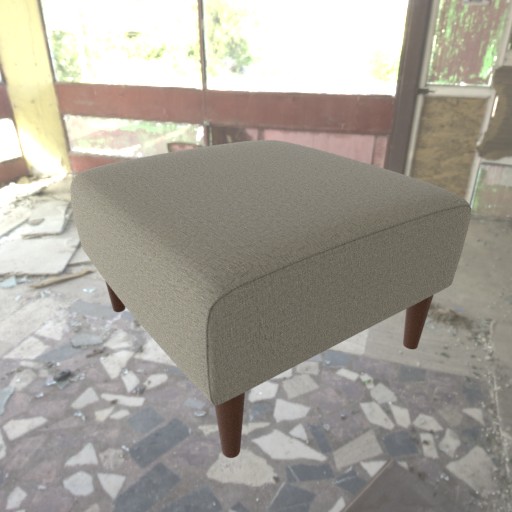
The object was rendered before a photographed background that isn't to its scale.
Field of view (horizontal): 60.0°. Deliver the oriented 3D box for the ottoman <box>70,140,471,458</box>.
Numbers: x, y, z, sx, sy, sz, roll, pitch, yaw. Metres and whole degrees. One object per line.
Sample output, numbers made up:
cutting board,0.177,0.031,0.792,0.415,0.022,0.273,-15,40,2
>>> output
ottoman,0.000,0.000,1.030,0.648,0.399,0.655,-18,32,-31
